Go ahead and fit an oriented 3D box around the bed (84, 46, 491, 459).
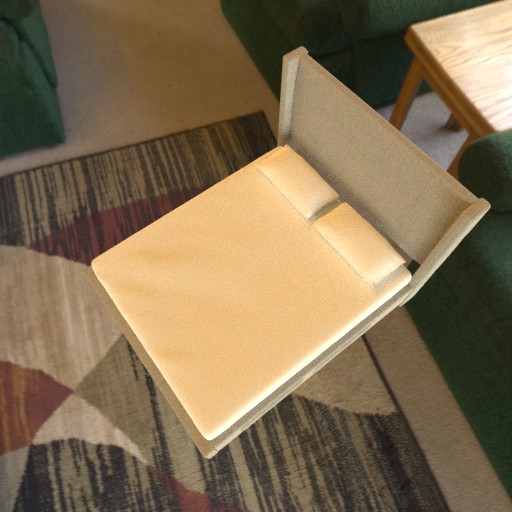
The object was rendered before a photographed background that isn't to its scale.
[{"bbox_3d":[0.000,0.000,3.331,2.222,1.491,1.774,-34,68,-16],"label":"bed"}]
